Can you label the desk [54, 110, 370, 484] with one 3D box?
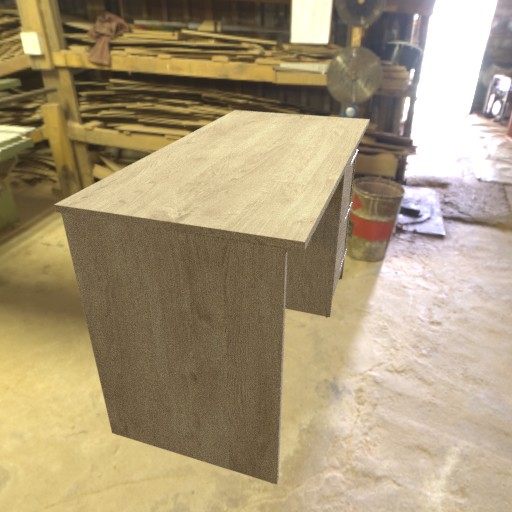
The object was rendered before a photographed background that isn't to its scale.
[{"bbox_3d":[0.000,0.000,1.522,0.560,0.735,1.097,9,30,16],"label":"desk"}]
